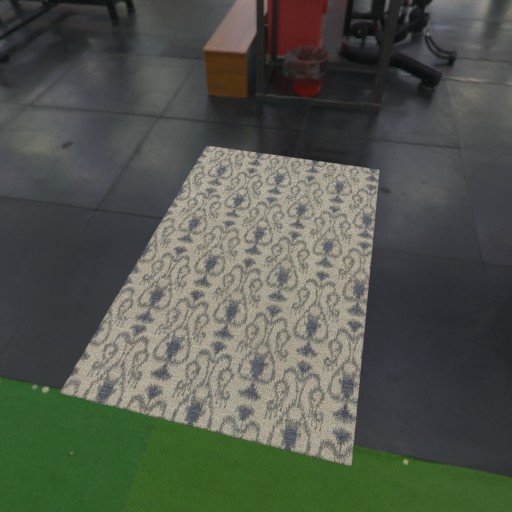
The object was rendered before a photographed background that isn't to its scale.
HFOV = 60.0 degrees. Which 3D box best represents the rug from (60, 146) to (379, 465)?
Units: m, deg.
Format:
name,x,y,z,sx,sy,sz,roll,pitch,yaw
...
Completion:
name,x,y,z,sx,sy,sz,roll,pitch,yaw
rug,0.000,0.000,2.048,1.035,0.006,1.652,10,47,10
